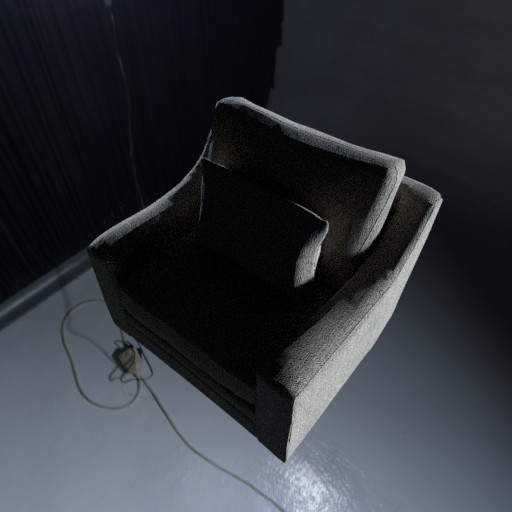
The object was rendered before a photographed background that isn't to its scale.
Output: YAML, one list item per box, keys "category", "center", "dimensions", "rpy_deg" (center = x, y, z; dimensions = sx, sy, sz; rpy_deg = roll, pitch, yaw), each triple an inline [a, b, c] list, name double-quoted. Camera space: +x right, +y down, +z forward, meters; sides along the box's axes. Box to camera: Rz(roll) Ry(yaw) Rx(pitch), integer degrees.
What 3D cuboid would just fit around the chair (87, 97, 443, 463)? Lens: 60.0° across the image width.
- category: "chair"
  center: [0.000, 0.000, 1.976]
  dimensions: [1.138, 1.037, 1.009]
  rpy_deg: [31, 54, 26]
